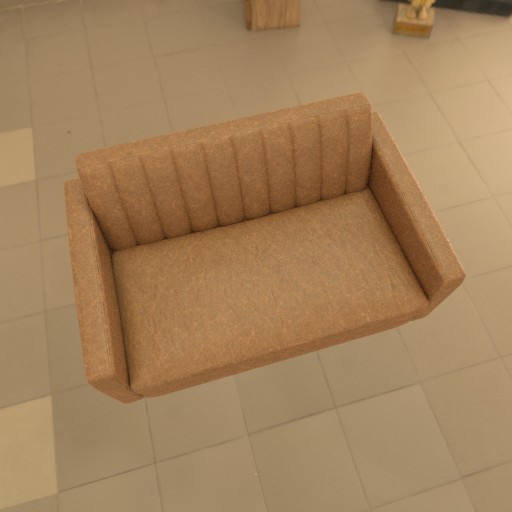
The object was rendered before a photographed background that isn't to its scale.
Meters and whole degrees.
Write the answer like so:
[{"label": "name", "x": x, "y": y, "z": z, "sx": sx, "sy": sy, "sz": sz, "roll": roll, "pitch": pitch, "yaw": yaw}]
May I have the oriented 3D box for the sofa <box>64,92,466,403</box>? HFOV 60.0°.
[{"label": "sofa", "x": 0.000, "y": 0.000, "z": 2.083, "sx": 1.549, "sy": 0.820, "sz": 0.960, "roll": -14, "pitch": 65, "yaw": -7}]
